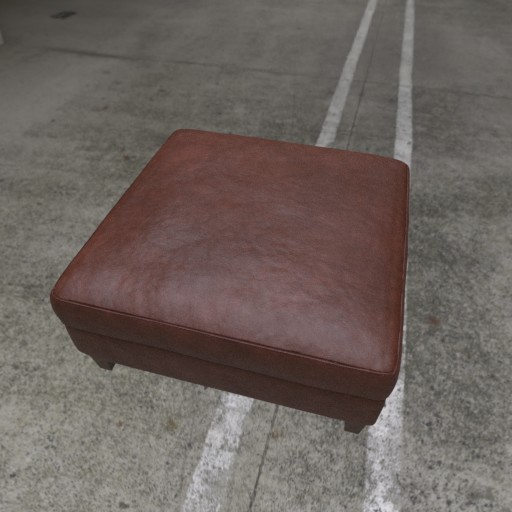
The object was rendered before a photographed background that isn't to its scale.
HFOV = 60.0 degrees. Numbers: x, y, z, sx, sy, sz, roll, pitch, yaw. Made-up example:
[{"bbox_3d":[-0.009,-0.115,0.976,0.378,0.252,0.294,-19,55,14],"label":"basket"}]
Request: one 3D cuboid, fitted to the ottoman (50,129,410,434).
[{"bbox_3d":[0.000,0.000,1.349,0.844,0.415,0.836,11,46,11],"label":"ottoman"}]
